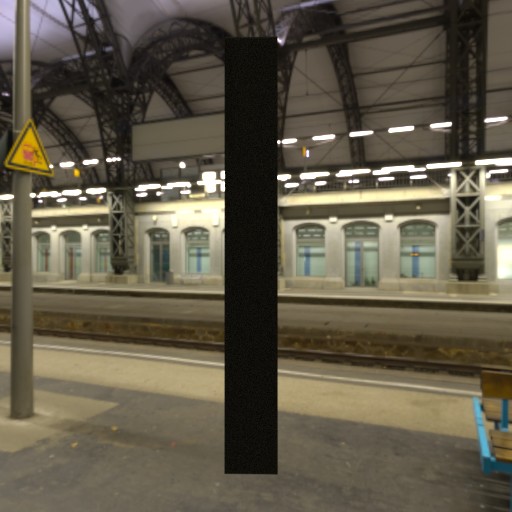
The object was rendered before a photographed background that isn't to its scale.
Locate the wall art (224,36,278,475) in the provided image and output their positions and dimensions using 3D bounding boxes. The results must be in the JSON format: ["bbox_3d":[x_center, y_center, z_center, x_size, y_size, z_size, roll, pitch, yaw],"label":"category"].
[{"bbox_3d":[0.000,0.000,0.461,0.037,0.305,0.305,0,0,1],"label":"wall art"}]
